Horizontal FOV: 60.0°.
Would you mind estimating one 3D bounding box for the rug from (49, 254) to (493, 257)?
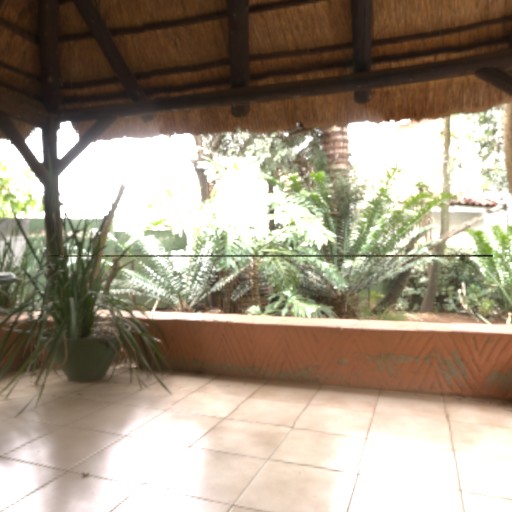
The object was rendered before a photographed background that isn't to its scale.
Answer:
[{"bbox_3d":[0.000,0.000,2.677,2.441,0.010,0.744,0,0,19],"label":"rug"}]
